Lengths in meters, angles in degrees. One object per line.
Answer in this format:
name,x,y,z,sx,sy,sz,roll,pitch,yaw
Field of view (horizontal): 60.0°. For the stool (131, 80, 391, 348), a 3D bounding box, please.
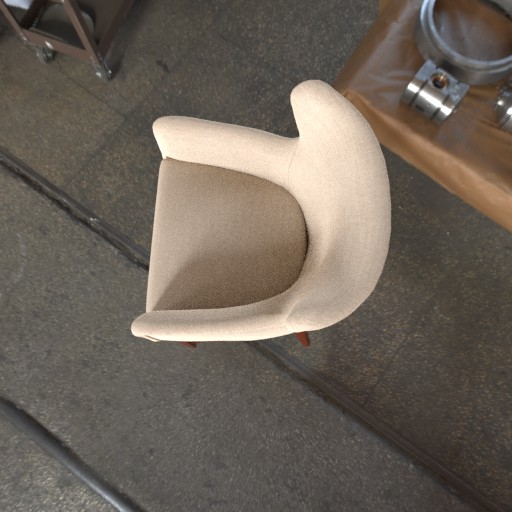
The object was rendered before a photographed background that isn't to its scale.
stool,0.000,0.000,1.374,0.563,1.034,0.556,2,76,1
